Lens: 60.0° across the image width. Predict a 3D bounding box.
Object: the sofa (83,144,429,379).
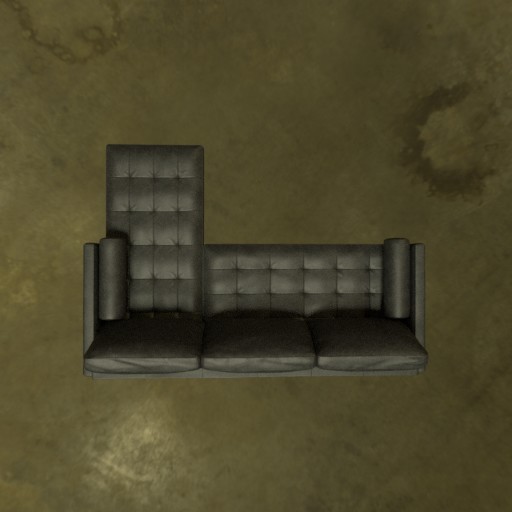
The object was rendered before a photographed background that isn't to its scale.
[{"bbox_3d":[0.000,0.000,2.963,2.178,0.876,1.497,0,90,-2],"label":"sofa"}]
